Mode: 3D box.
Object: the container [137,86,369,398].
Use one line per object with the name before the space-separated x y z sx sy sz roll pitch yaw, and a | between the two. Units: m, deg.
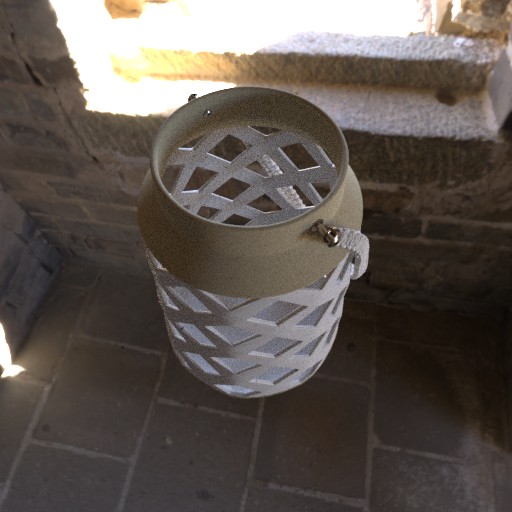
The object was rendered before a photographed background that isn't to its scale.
container | 0.000 0.000 0.392 0.198 0.264 0.188 -32 63 -18
